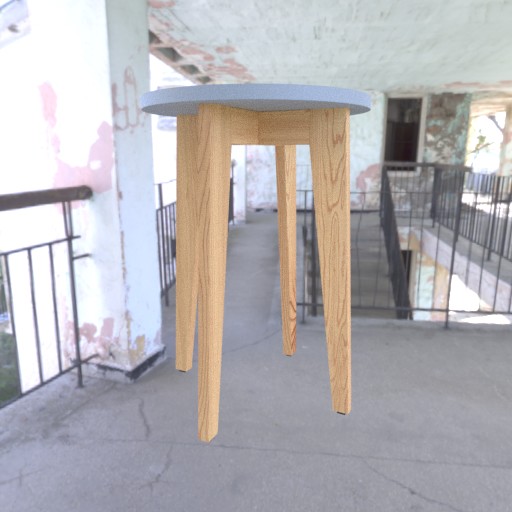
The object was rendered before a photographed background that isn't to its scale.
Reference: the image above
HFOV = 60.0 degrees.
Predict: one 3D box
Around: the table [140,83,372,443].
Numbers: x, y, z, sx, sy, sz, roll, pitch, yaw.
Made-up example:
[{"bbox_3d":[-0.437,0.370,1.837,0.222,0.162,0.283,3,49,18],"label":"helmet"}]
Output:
[{"bbox_3d":[0.000,0.000,0.750,0.350,0.500,0.350,0,13,0],"label":"table"}]
